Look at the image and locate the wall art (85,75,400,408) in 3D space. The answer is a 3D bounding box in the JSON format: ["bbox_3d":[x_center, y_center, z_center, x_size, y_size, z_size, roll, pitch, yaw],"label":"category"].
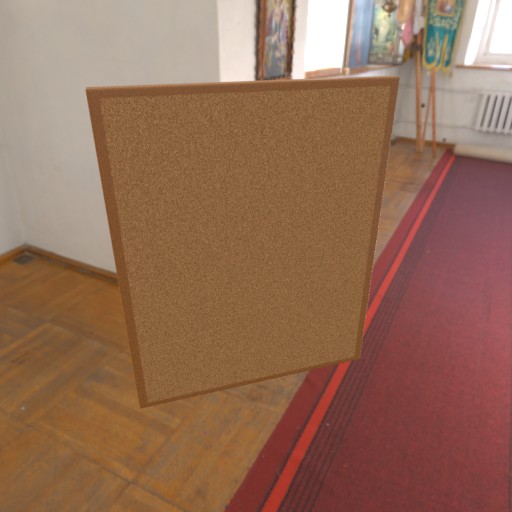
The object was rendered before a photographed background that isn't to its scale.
[{"bbox_3d":[0.000,0.000,0.750,0.452,0.553,0.022,-8,29,-15],"label":"wall art"}]
